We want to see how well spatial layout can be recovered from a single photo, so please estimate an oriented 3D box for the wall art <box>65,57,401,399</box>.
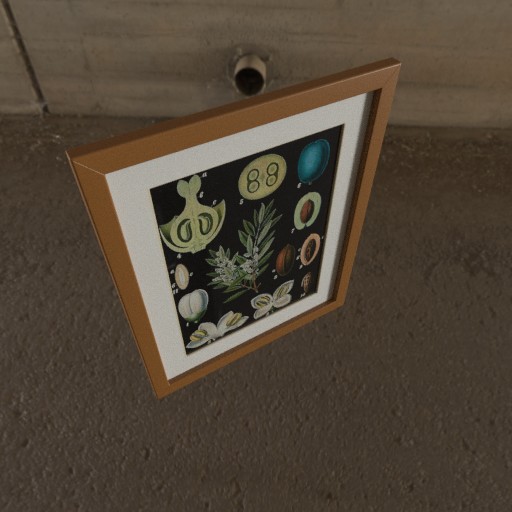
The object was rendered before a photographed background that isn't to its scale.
[{"bbox_3d":[0.000,0.000,0.733,0.449,0.550,0.021,-23,51,-20],"label":"wall art"}]
